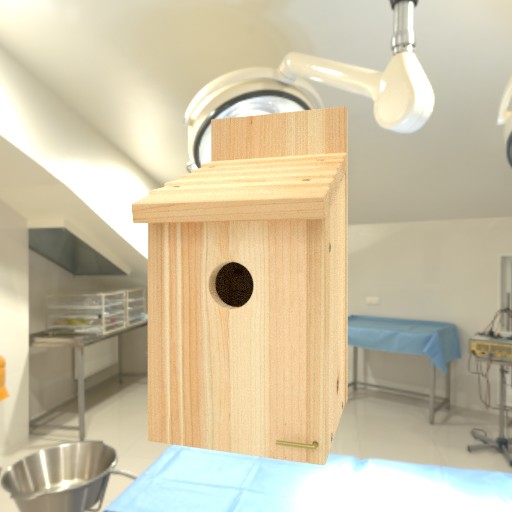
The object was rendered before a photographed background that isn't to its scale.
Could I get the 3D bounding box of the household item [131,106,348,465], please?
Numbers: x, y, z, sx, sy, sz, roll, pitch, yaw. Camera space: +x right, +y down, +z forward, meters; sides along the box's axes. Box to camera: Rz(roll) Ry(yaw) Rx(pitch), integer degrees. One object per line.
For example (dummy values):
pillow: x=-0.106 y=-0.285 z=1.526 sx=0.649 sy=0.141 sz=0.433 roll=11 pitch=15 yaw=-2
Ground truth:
household item: x=0.000 y=0.000 z=0.399 sx=0.149 sy=0.300 sz=0.171 roll=0 pitch=0 yaw=17
